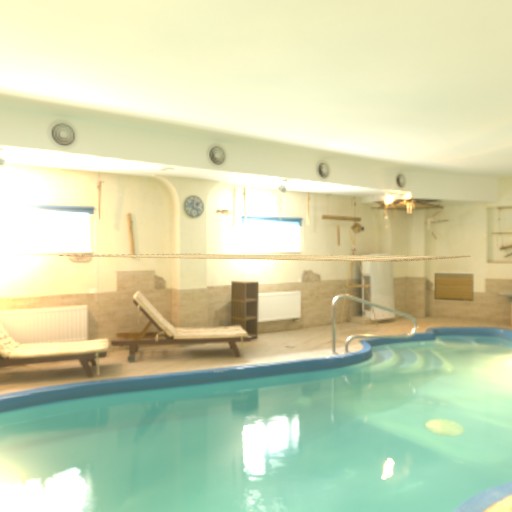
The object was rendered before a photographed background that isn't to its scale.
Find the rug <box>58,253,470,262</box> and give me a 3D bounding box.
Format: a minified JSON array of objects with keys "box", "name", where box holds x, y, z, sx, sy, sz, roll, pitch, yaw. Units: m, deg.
[{"box":[0.000,0.000,2.550,2.084,0.009,1.222,1,1,36],"name":"rug"}]
